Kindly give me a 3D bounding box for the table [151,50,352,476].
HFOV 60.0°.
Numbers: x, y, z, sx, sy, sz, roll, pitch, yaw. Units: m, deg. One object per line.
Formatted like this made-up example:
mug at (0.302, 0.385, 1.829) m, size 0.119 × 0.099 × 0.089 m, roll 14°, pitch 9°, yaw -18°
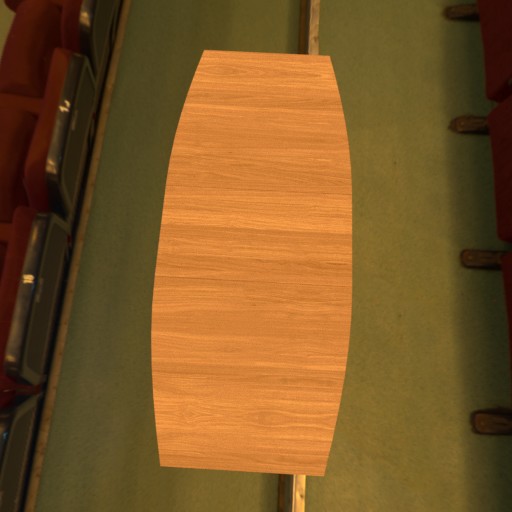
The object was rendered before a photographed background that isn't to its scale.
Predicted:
table at (0.000, 0.000, 2.438) m, size 0.900 × 0.750 × 2.032 m, roll 3°, pitch 74°, yaw 1°
